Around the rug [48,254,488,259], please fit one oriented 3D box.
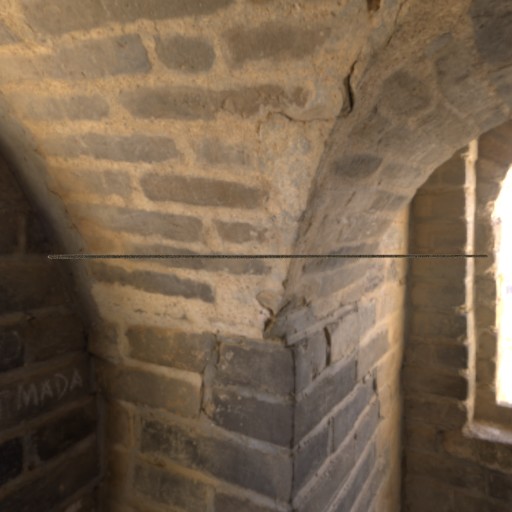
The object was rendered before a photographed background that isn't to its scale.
[{"bbox_3d":[0.000,0.000,2.856,2.263,0.017,1.523,0,0,-18],"label":"rug"}]
